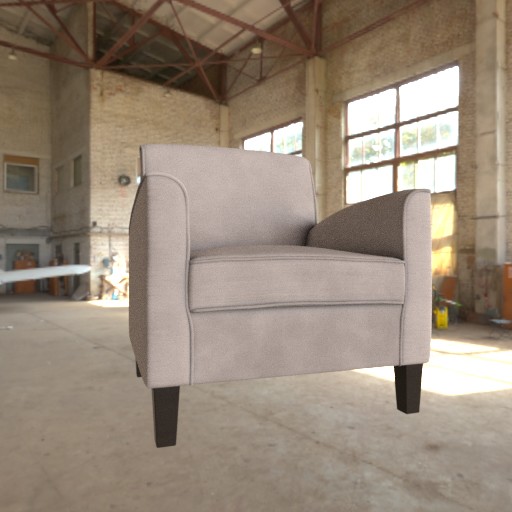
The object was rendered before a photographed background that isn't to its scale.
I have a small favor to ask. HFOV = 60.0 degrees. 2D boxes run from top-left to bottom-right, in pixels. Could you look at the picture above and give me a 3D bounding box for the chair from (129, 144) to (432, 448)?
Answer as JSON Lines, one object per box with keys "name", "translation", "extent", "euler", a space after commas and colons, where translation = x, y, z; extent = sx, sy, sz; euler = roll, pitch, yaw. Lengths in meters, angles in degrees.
{"name": "chair", "translation": [0.000, 0.000, 1.522], "extent": [0.820, 0.915, 0.821], "euler": [0, 0, -19]}
